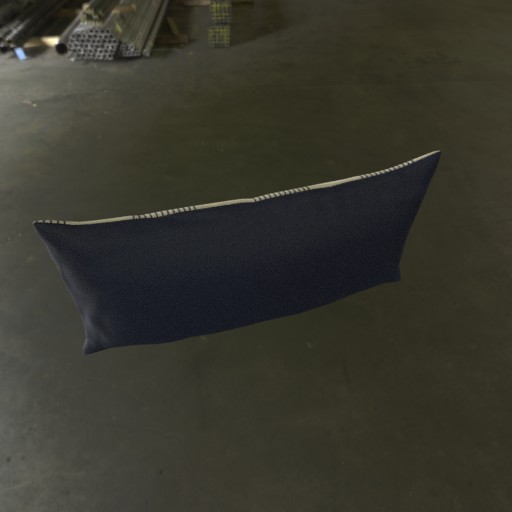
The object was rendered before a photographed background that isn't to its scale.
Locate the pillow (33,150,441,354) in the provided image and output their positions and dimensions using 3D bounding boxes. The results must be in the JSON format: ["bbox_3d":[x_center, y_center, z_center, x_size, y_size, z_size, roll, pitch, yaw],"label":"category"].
[{"bbox_3d":[0.000,0.000,0.727,0.610,0.287,0.151,-12,43,-13],"label":"pillow"}]
